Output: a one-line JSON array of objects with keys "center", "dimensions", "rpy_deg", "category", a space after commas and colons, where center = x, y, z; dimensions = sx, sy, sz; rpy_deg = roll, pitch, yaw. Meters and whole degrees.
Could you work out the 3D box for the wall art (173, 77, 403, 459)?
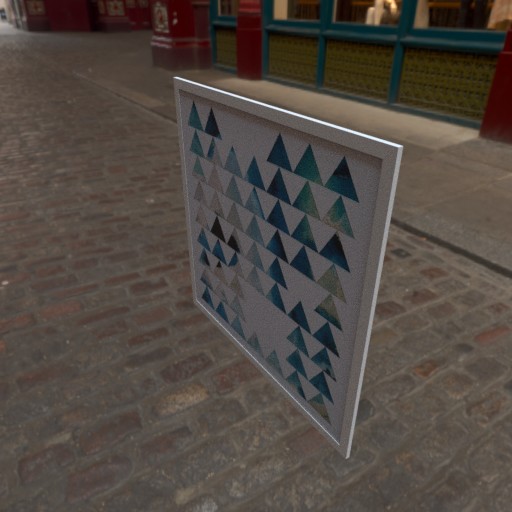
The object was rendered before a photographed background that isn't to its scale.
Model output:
[{"center": [0.000, 0.000, 0.680], "dimensions": [0.007, 0.456, 0.456], "rpy_deg": [-20, 36, -30], "category": "wall art"}]
